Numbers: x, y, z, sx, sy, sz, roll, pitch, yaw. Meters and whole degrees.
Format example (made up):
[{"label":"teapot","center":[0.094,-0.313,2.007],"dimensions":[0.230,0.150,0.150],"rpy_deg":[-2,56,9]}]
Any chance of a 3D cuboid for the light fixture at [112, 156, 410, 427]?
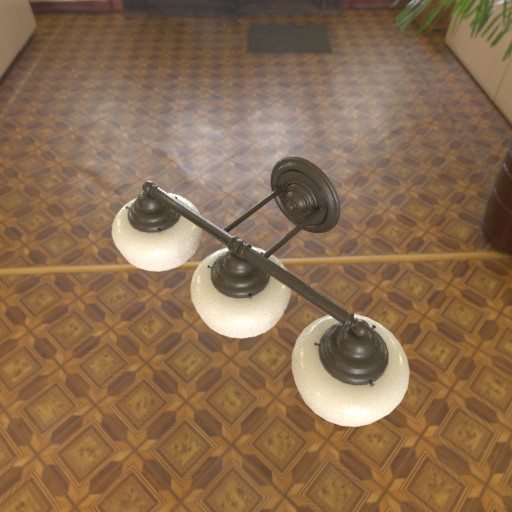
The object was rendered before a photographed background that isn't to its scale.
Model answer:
[{"label":"light fixture","center":[0.000,0.000,0.711],"dimensions":[0.587,0.242,0.239],"rpy_deg":[33,56,27]}]
